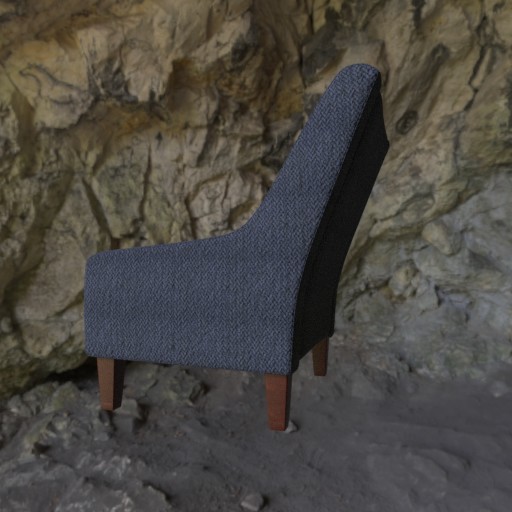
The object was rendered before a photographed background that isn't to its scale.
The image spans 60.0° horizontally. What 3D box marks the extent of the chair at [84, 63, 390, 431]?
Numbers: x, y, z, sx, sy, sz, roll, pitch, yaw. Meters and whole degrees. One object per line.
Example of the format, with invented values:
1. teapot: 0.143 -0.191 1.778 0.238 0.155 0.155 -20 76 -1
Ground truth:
1. chair: 0.000 0.000 1.661 0.944 1.012 0.793 0 -1 19
